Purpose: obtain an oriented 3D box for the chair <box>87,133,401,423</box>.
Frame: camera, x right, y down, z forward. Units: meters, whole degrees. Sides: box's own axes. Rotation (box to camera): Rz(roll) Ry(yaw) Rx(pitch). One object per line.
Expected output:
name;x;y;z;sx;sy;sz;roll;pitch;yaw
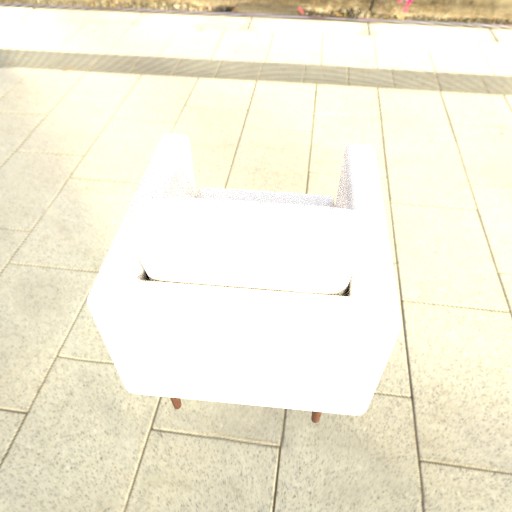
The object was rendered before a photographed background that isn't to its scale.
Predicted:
chair;0.000;0.000;1.589;0.831;0.899;0.879;4;47;4
